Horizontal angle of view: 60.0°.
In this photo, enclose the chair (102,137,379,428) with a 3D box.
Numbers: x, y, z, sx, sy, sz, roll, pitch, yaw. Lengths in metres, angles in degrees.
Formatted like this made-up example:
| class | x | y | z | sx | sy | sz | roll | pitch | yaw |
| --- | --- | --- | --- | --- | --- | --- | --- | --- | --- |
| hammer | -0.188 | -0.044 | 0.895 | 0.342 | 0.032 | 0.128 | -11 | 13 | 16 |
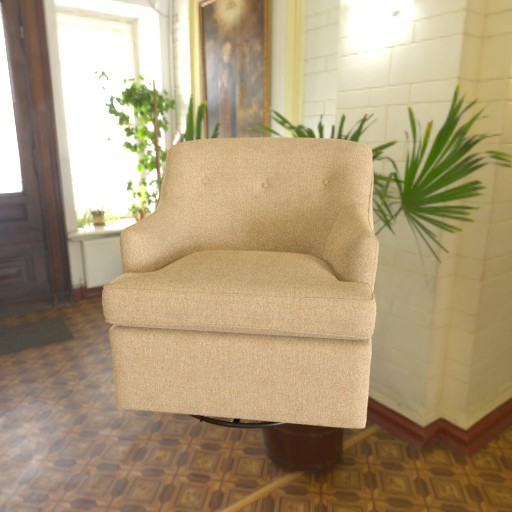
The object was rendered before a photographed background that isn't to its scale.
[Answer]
| class | x | y | z | sx | sy | sz | roll | pitch | yaw |
| --- | --- | --- | --- | --- | --- | --- | --- | --- | --- |
| chair | 0.000 | 0.000 | 1.633 | 0.864 | 0.856 | 0.923 | 2 | 14 | 8 |
